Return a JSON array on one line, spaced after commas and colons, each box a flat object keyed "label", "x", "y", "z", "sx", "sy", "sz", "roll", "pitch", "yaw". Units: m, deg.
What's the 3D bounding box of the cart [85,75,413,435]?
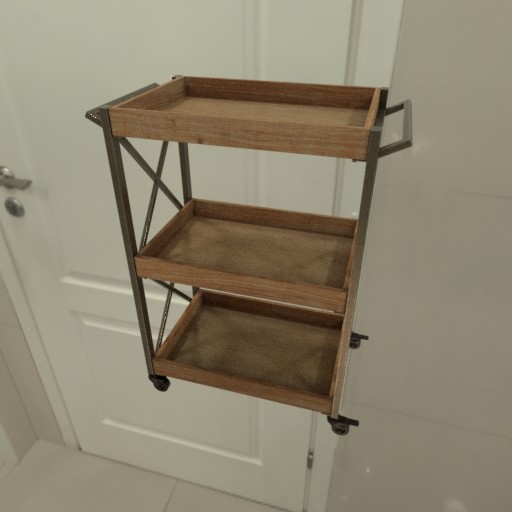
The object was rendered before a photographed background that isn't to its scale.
[{"label": "cart", "x": 0.000, "y": 0.000, "z": 1.205, "sx": 0.673, "sy": 0.835, "sz": 0.377, "roll": 9, "pitch": 33, "yaw": 14}]
